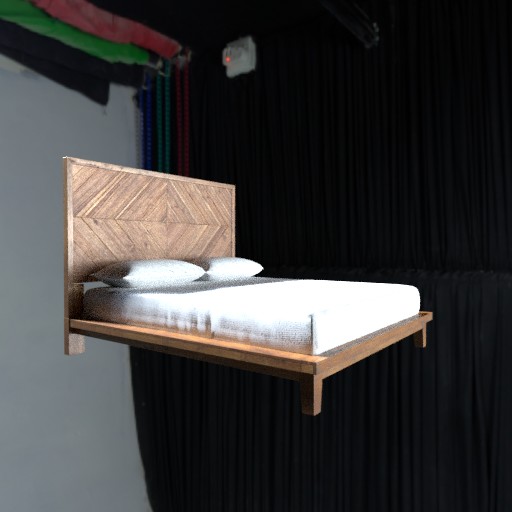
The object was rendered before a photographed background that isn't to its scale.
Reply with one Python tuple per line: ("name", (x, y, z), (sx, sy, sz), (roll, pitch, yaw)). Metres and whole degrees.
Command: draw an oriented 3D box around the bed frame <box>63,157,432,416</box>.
("bed frame", (0.000, 0.000, 3.616), (2.235, 1.537, 2.038), (1, 2, 37))
